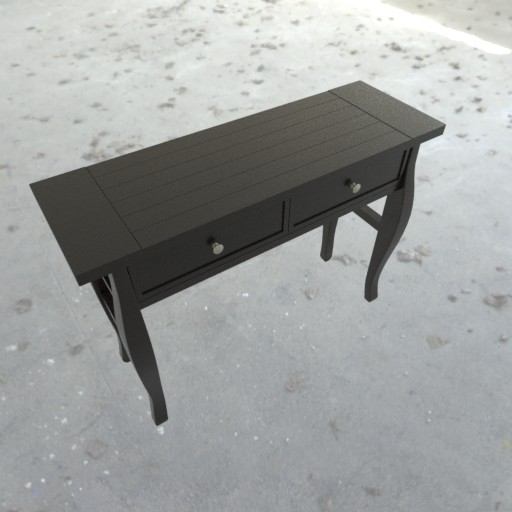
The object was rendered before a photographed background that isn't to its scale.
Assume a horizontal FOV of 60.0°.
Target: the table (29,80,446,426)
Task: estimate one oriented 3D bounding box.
[{"bbox_3d":[0.000,0.000,1.428,1.062,0.768,0.373,-25,50,-23],"label":"table"}]
